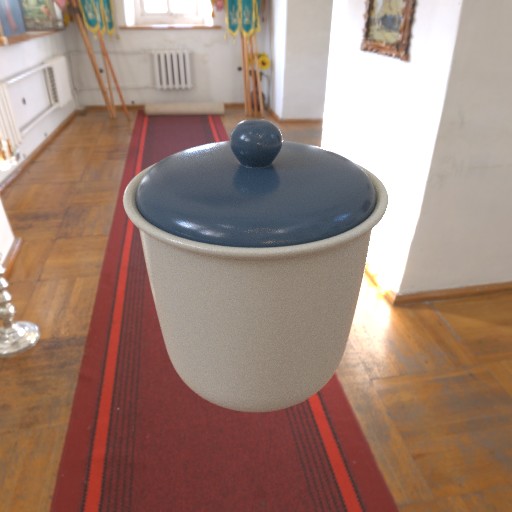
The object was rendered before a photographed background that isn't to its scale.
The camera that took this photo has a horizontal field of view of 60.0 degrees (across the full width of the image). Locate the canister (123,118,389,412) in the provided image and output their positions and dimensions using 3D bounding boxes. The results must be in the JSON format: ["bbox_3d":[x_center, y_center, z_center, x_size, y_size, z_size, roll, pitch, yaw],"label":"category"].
[{"bbox_3d":[0.000,0.000,0.343,0.182,0.208,0.182,0,32,0],"label":"canister"}]
